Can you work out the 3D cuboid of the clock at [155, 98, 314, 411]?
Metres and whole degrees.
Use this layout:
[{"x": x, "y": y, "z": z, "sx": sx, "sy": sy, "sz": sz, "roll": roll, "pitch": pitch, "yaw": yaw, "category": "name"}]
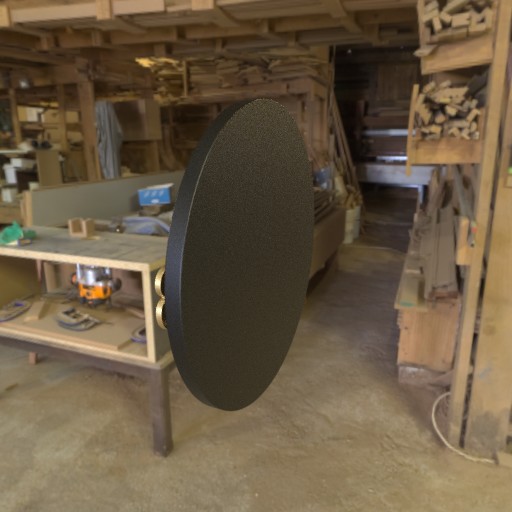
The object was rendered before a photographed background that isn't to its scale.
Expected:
[{"x": 0.000, "y": 0.000, "z": 0.678, "sx": 0.038, "sy": 0.454, "sz": 0.454, "roll": 7, "pitch": 17, "yaw": 24, "category": "clock"}]
